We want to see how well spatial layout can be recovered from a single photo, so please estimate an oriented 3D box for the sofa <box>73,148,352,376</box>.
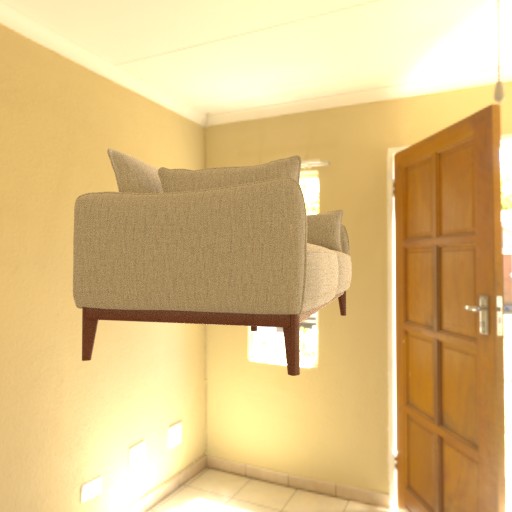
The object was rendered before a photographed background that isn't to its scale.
[{"bbox_3d":[0.000,0.000,2.553,0.991,0.860,1.989,0,-1,16],"label":"sofa"}]
